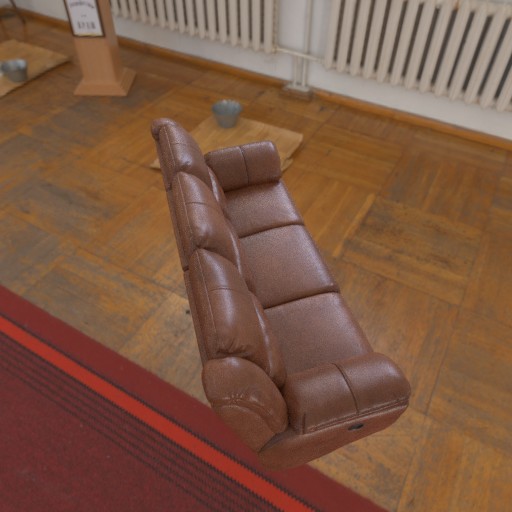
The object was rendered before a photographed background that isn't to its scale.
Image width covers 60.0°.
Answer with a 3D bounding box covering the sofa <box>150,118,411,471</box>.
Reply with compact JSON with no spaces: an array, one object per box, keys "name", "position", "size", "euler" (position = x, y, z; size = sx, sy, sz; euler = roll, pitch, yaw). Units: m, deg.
[{"name":"sofa","position":[0.000,0.000,2.820],"size":[0.991,1.043,2.337],"euler":[-11,46,-11]}]
